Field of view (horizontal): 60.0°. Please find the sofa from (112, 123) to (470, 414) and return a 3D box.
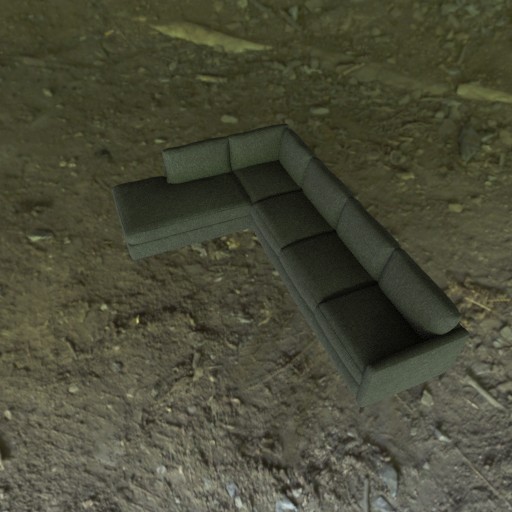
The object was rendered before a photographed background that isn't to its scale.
[{"bbox_3d":[0.000,0.000,3.844,2.007,0.815,2.949,-17,48,-16],"label":"sofa"}]
